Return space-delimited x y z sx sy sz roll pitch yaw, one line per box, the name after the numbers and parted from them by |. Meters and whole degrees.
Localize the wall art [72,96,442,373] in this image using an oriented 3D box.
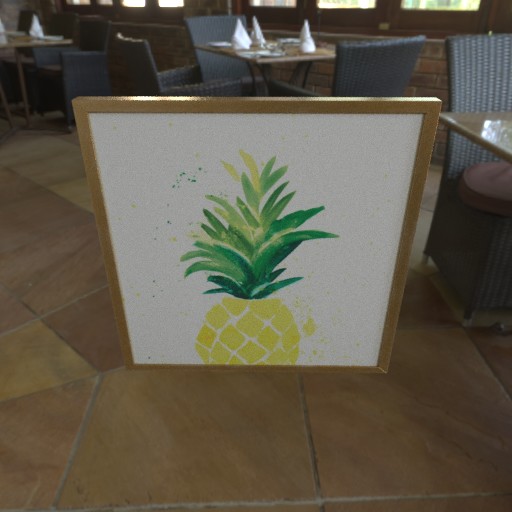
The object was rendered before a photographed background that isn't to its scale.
0.000 0.000 1.117 0.762 0.760 0.037 0 30 1 | wall art
